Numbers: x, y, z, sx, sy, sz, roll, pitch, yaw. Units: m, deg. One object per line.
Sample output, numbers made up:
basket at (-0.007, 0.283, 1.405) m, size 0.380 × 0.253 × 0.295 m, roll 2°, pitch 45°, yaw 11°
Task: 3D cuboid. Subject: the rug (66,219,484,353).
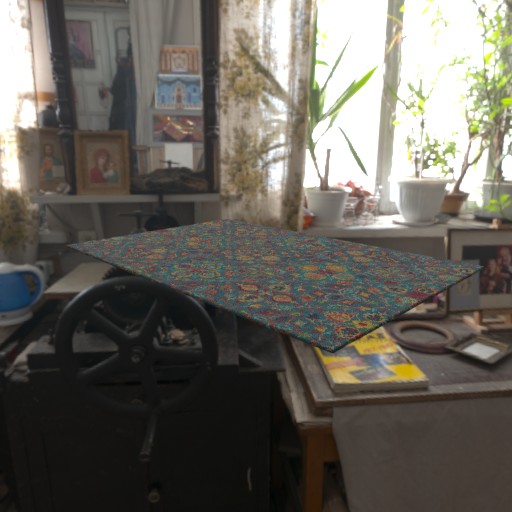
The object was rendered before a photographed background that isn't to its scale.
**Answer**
rug at (0.000, 0.000, 2.302) m, size 1.836 × 0.014 × 1.216 m, roll 14°, pitch 20°, yaw 43°
